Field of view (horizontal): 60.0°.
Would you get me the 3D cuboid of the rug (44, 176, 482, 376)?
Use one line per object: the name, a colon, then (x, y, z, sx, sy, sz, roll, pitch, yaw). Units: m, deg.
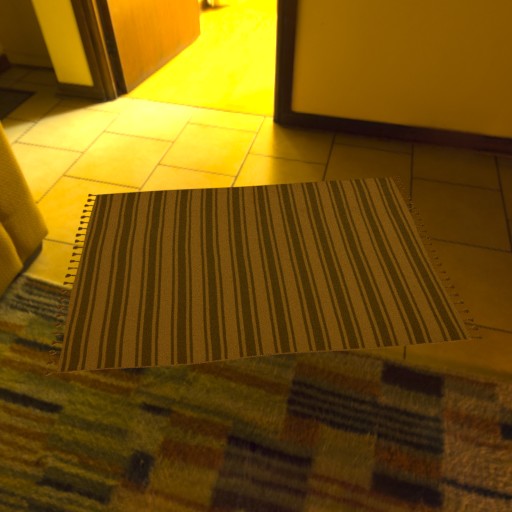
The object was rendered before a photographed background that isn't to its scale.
rug: (0.000, 0.000, 2.246, 1.875, 0.013, 1.162, -4, 47, -4)
